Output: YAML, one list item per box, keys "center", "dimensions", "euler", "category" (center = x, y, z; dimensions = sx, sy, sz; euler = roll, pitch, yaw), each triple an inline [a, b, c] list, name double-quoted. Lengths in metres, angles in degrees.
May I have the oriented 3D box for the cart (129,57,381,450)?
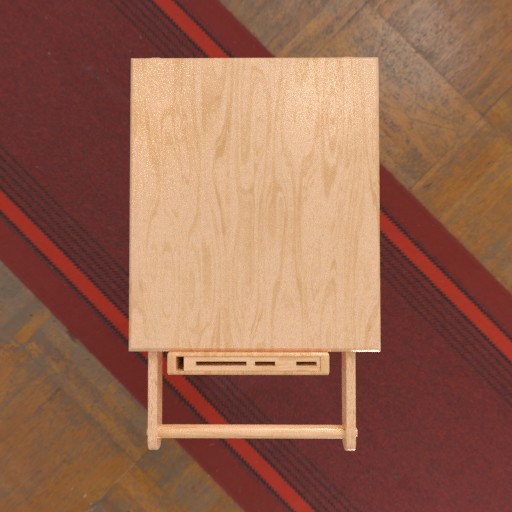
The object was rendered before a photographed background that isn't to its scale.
- center: [0.000, 0.000, 1.313]
  dimensions: [0.520, 0.816, 0.843]
  euler: [0, 89, 0]
  category: "cart"
